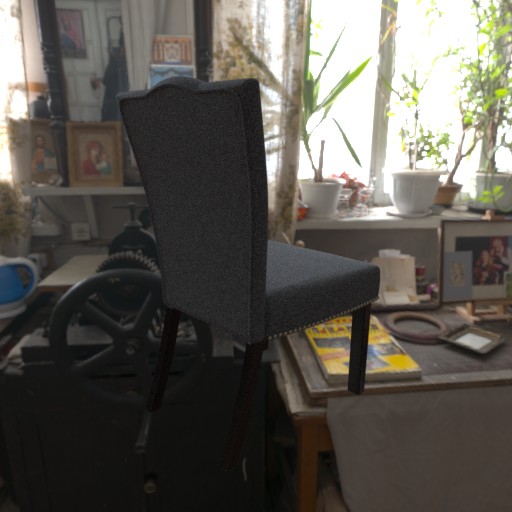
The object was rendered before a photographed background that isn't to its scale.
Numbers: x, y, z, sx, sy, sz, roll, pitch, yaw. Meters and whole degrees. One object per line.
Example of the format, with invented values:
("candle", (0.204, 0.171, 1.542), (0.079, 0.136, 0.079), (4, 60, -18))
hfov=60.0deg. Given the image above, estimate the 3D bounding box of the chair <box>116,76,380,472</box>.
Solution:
("chair", (0.000, 0.000, 1.305), (0.518, 0.946, 0.589), (15, 22, 42))
